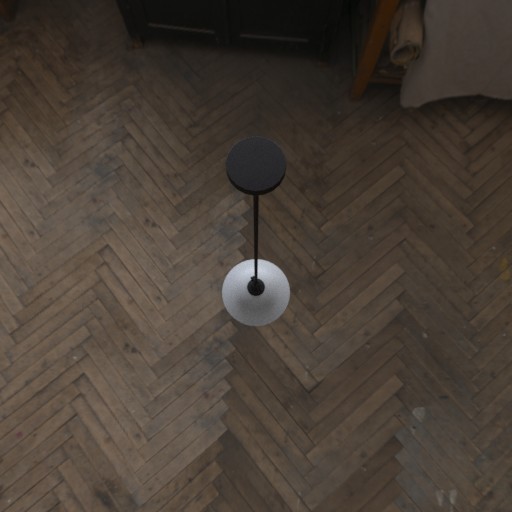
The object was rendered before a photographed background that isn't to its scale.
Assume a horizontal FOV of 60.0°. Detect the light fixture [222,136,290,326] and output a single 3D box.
[{"bbox_3d":[0.000,0.000,1.470,0.324,1.337,0.324,-33,77,-8],"label":"light fixture"}]
